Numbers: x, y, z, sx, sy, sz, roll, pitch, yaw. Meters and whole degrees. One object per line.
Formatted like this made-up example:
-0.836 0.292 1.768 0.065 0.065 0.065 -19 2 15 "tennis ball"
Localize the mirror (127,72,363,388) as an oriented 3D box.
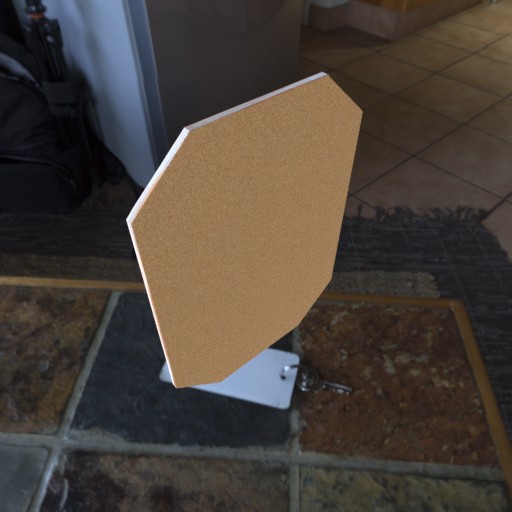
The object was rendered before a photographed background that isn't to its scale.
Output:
0.000 0.000 1.330 0.709 1.015 0.061 -31 54 -26 "mirror"
